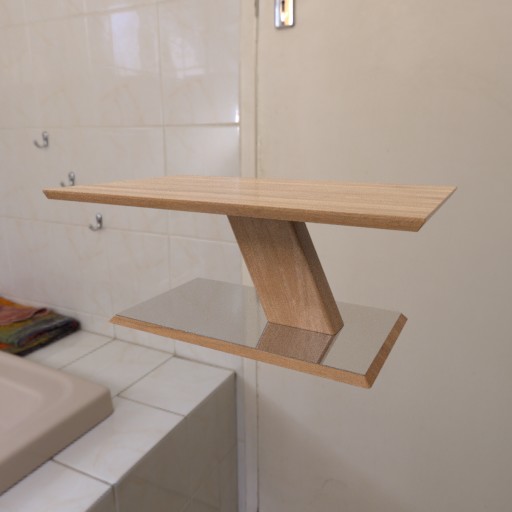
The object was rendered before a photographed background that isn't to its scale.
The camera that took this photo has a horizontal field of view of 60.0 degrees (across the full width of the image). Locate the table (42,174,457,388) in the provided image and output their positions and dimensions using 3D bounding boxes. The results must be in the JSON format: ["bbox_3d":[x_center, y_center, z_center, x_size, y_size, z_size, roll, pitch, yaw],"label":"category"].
[{"bbox_3d":[0.000,0.000,1.440,1.100,0.441,0.692,8,16,27],"label":"table"}]
